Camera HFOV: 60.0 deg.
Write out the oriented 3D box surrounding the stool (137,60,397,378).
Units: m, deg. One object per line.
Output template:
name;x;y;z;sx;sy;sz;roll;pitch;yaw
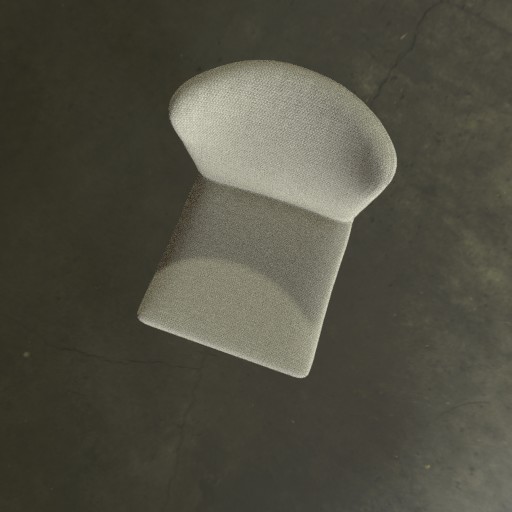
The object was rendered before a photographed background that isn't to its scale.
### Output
stool;0.000;0.000;1.275;0.481;0.969;0.568;18;76;5
